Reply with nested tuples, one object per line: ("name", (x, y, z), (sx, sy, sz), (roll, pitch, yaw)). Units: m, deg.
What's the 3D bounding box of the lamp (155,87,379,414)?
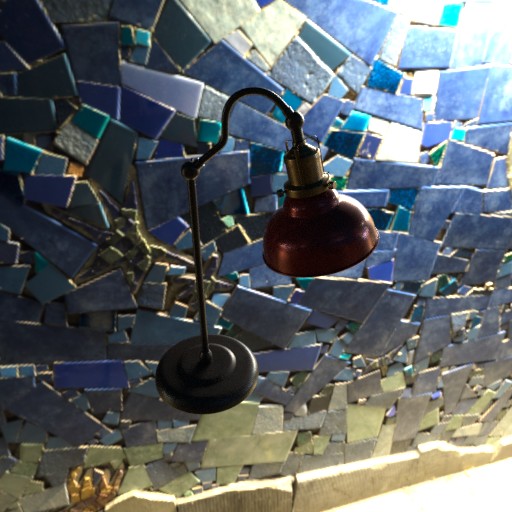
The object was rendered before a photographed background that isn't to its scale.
("lamp", (0.000, 0.000, 0.704), (0.374, 0.508, 0.192), (0, 30, 0))
